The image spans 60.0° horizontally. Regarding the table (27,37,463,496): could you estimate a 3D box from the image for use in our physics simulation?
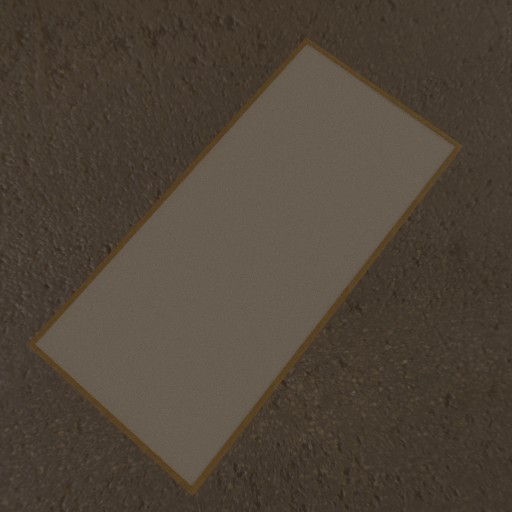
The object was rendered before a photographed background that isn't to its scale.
[{"bbox_3d":[0.000,0.000,1.428,0.580,0.398,1.206,38,80,8],"label":"table"}]
